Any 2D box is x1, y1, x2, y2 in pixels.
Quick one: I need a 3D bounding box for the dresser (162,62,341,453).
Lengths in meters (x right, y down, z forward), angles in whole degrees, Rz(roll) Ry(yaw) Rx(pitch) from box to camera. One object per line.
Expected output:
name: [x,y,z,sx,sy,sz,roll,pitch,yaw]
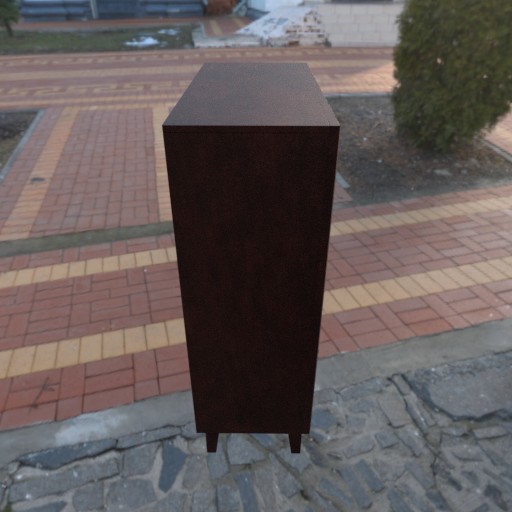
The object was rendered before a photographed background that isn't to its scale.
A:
dresser: [0.000,0.000,2.069,0.506,1.514,1.072,0,32,1]
